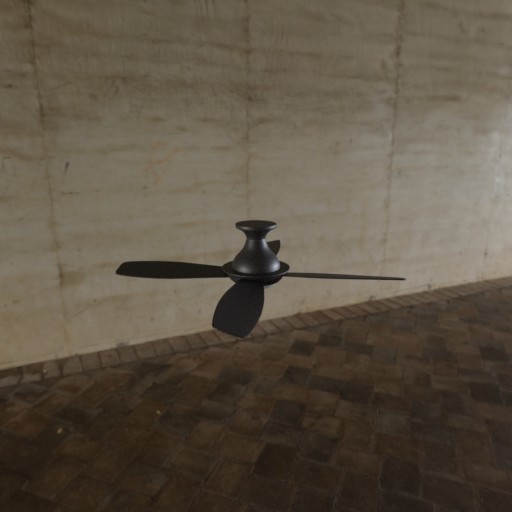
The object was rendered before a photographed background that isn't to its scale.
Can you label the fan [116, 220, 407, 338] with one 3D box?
[{"bbox_3d":[0.000,0.000,2.571,1.694,0.382,1.694,2,15,7],"label":"fan"}]
